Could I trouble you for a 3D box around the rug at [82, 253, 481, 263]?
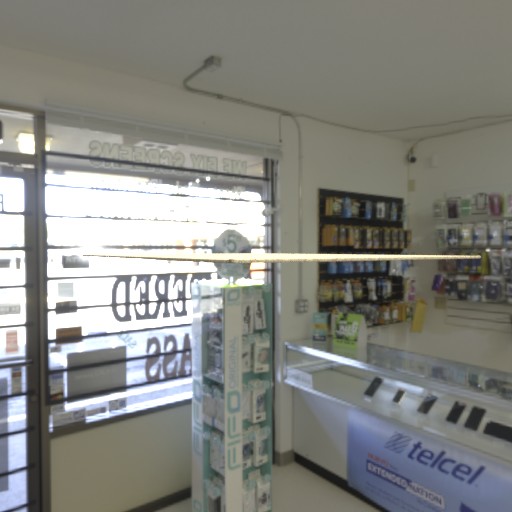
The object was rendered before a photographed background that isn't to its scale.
[{"bbox_3d":[0.000,0.000,4.212,2.449,0.025,3.049,-1,1,-35],"label":"rug"}]
